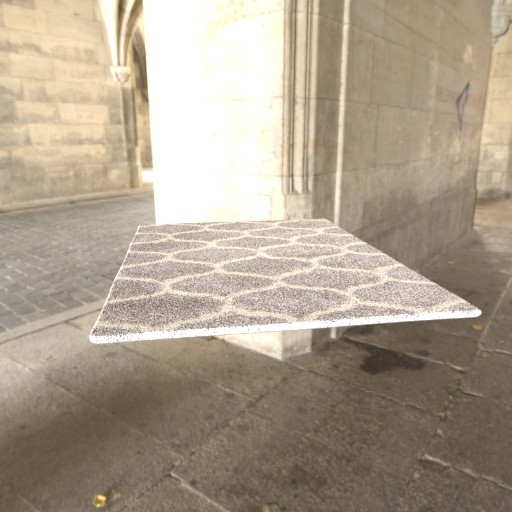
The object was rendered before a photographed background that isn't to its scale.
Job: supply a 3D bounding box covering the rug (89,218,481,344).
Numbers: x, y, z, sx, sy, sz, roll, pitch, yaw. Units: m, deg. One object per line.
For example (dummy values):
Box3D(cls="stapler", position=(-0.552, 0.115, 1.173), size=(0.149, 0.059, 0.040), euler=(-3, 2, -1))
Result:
Box3D(cls="rug", position=(0.000, 0.000, 2.072), size=(1.200, 0.025, 1.600), euler=(-3, 16, -9))
